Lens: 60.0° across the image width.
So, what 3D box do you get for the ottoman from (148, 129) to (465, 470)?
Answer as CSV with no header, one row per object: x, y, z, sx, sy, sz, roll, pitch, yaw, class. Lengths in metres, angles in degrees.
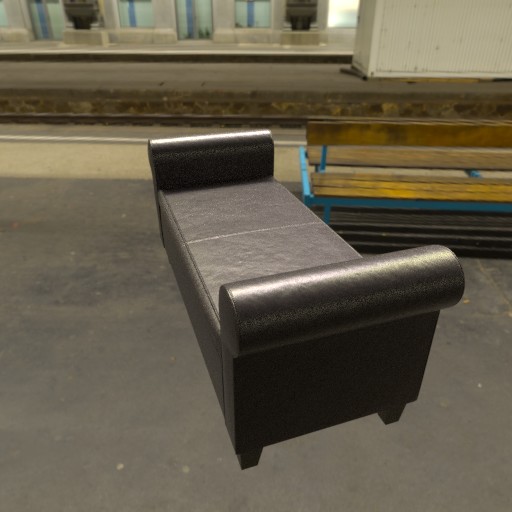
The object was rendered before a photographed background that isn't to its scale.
0.000,0.000,1.484,0.521,0.547,1.256,-10,31,-17,ottoman
